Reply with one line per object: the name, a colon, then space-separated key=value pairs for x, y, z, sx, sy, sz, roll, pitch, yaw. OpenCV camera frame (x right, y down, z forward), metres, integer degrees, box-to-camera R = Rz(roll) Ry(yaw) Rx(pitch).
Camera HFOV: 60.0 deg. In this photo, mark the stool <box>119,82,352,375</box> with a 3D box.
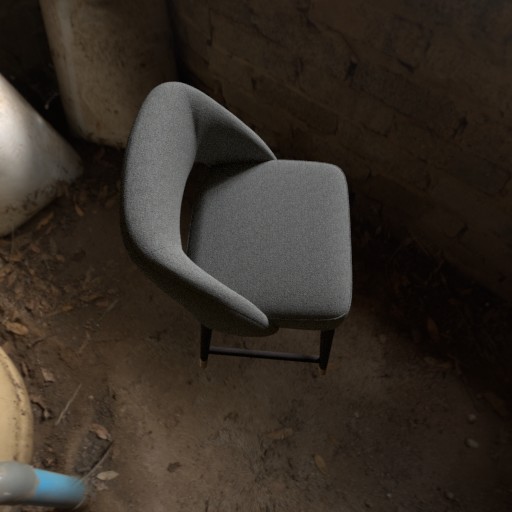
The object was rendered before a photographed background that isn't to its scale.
stool: x=0.000 y=0.000 z=1.267 sx=0.524 sy=0.925 sz=0.536 roll=3 pitch=64 yaw=1
